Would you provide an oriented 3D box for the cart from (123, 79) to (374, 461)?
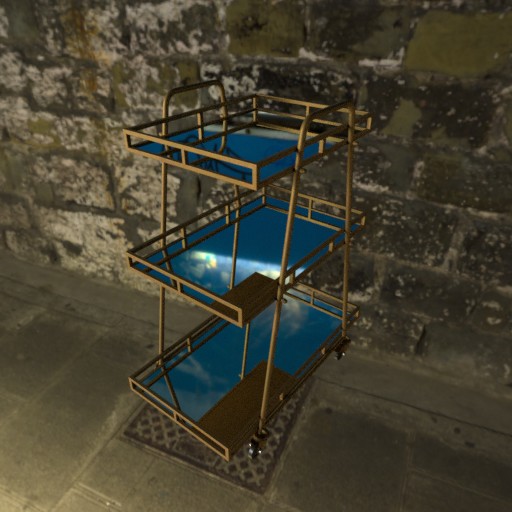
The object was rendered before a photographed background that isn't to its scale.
[{"bbox_3d":[0.000,0.000,1.259,0.441,0.883,0.711,22,38,31],"label":"cart"}]
